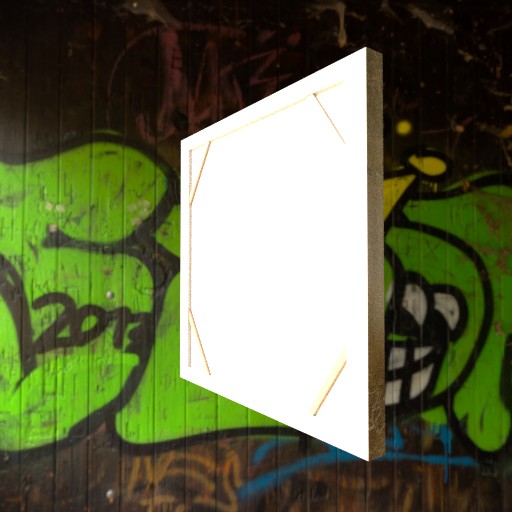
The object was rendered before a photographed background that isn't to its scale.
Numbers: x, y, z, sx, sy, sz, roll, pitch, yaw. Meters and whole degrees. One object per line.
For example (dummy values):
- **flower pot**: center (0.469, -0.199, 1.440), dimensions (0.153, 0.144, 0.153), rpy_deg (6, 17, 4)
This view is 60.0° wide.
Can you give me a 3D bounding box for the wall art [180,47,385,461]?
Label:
- **wall art**: center (0.000, 0.000, 0.909), dimensions (0.038, 0.610, 0.610), rpy_deg (1, -2, -36)
